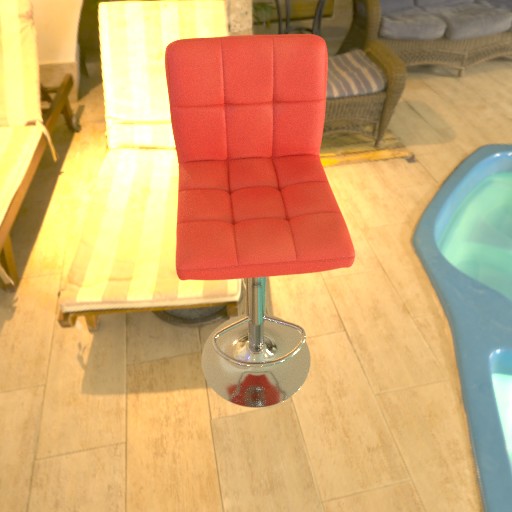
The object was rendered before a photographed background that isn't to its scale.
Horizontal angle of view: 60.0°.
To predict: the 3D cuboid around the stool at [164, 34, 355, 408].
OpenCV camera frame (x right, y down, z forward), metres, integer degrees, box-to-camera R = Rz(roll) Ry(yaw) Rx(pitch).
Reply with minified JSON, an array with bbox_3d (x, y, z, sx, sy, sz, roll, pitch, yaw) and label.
[{"bbox_3d":[0.000,0.000,1.346,0.430,1.115,0.505,-4,45,-4],"label":"stool"}]
